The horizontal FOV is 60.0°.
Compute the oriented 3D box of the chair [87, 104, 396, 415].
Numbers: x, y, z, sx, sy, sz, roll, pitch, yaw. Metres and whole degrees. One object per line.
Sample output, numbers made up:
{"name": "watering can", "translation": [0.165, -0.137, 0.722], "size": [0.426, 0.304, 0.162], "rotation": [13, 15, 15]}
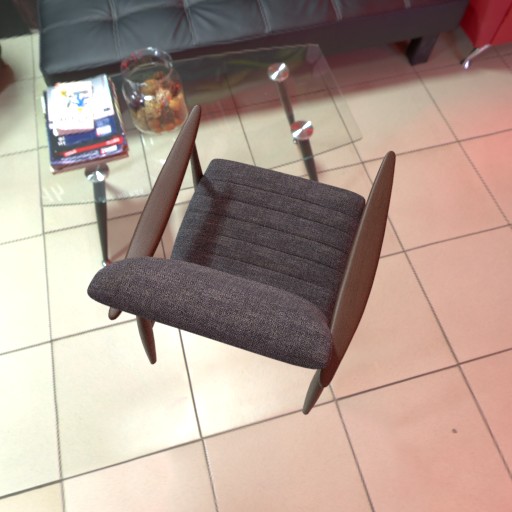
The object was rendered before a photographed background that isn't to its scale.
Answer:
{"name": "chair", "translation": [0.000, 0.000, 1.457], "size": [0.741, 0.832, 0.798], "rotation": [16, 64, 8]}
